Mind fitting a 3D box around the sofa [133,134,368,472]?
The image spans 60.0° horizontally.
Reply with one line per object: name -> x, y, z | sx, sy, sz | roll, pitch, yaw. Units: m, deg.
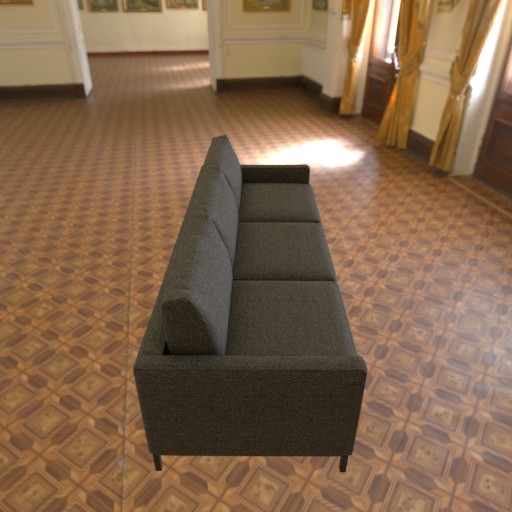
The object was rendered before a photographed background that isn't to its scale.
sofa -> 0.000, 0.000, 2.629 | 0.876, 0.879, 2.253 | 0, 31, 0
